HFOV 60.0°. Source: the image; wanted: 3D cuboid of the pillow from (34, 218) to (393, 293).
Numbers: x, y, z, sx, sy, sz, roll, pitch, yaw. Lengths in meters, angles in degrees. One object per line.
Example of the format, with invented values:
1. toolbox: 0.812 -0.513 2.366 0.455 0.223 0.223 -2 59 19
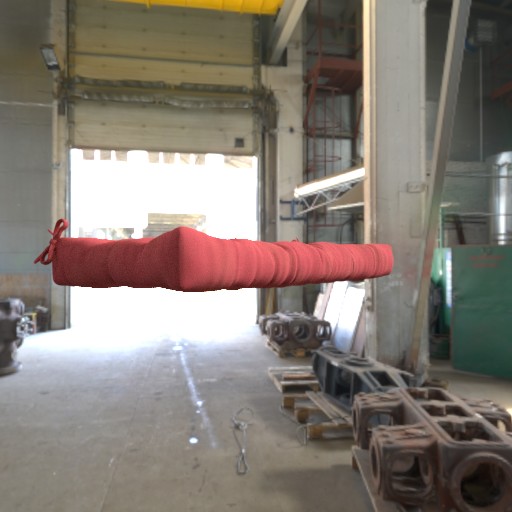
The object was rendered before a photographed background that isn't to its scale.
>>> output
1. pillow: 0.000 0.000 1.381 0.511 0.174 1.194 0 -1 36
